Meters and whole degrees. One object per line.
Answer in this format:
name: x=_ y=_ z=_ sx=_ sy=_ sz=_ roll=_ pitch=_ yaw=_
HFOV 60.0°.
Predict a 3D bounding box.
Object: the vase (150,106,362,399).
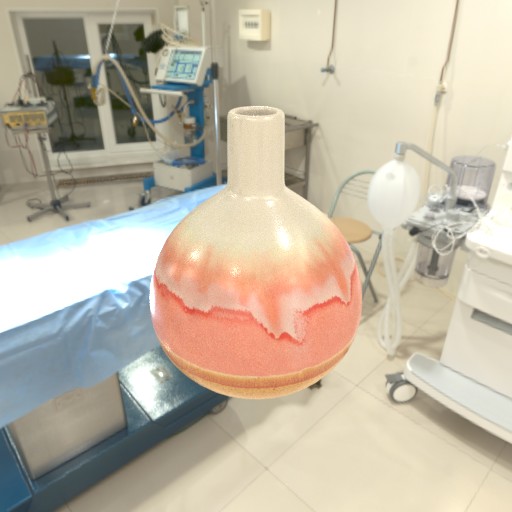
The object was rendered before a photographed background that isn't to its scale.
vase: x=0.000 y=0.000 z=0.278 sx=0.137 sy=0.176 sz=0.137 roll=0 pitch=29 yaw=0
